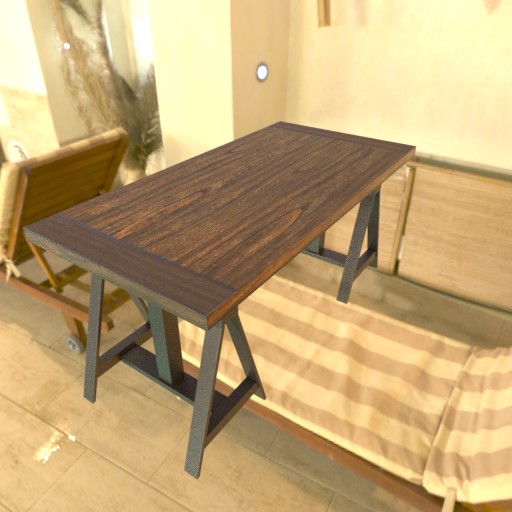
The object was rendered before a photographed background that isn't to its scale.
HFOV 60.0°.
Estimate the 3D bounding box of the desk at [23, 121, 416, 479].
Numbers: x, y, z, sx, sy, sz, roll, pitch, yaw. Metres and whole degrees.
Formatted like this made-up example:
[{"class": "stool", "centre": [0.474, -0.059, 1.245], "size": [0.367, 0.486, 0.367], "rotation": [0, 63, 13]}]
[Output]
[{"class": "desk", "centre": [0.000, 0.000, 1.947], "size": [0.784, 0.725, 1.543], "rotation": [20, 37, 29]}]
